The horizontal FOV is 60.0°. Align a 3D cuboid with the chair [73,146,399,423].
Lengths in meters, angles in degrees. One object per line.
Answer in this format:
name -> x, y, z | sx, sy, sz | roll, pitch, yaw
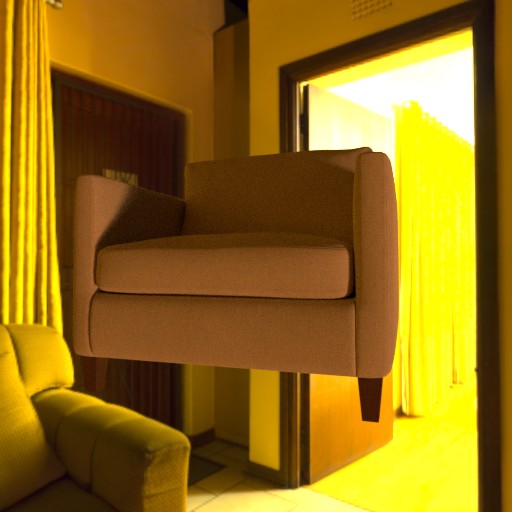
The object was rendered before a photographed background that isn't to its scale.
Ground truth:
chair -> 0.000, 0.000, 1.814 | 1.107, 0.961, 0.959 | 0, -1, 18
